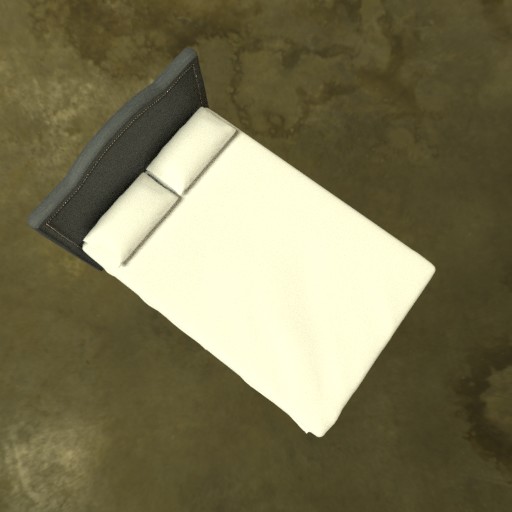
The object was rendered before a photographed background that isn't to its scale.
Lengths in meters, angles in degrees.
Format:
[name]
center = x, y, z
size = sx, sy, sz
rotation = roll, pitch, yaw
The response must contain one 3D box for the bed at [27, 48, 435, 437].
[bed]
center = 0.000, 0.000, 3.475
size = 2.507, 1.441, 1.747
rotation = 37, 79, 8
